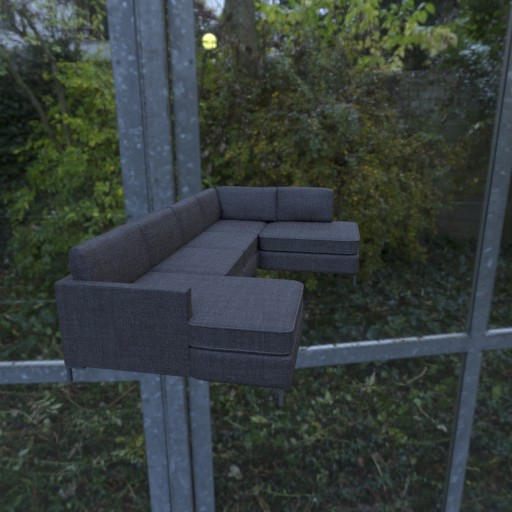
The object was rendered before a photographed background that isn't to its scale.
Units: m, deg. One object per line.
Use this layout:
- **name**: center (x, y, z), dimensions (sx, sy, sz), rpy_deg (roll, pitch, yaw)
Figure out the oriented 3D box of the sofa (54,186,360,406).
- **sofa**: center (0.000, 0.000, 4.334), dimensions (2.048, 0.999, 3.423), rpy_deg (3, 16, 10)
